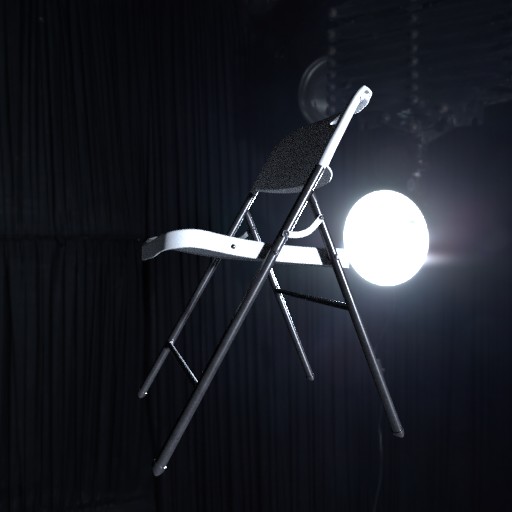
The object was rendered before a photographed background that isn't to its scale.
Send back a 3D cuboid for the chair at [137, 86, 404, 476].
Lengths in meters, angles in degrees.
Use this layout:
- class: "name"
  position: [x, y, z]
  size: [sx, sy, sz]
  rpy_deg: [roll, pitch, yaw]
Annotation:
- class: "chair"
  position: [0.000, 0.000, 1.135]
  size: [0.566, 0.810, 0.494]
  rpy_deg: [0, 1, -18]
